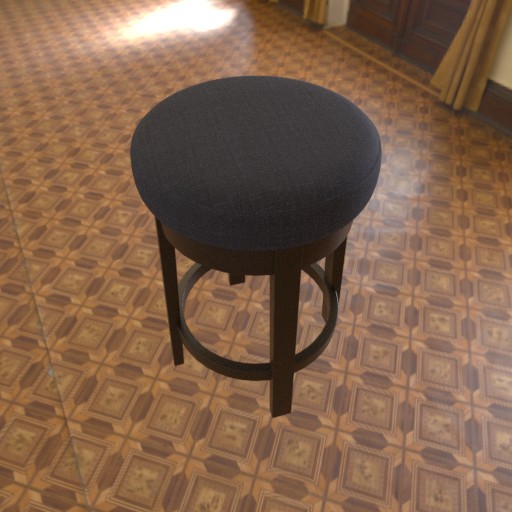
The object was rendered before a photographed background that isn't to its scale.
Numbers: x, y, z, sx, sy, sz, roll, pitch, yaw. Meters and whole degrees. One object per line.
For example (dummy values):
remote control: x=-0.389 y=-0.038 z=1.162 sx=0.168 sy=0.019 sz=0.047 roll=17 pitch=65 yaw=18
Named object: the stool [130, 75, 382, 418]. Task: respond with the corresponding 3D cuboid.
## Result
stool: x=0.000 y=0.000 z=0.970 sx=0.449 sy=0.655 sz=0.449 roll=0 pitch=46 yaw=0
